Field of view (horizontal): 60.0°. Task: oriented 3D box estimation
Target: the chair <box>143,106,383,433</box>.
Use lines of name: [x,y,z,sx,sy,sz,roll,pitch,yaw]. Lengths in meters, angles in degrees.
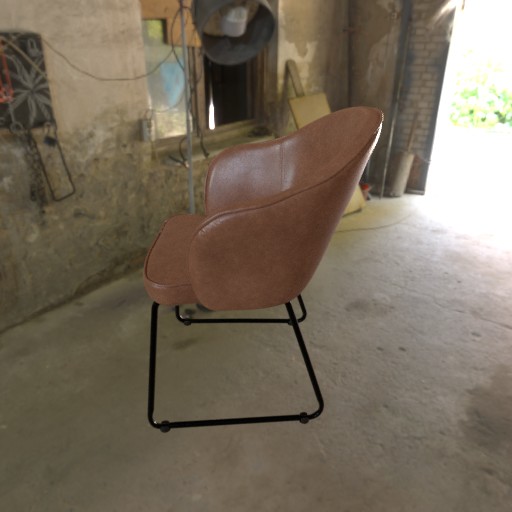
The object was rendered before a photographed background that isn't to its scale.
chair: [0.000,0.000,1.226,0.580,0.785,0.582,-1,26,-1]
